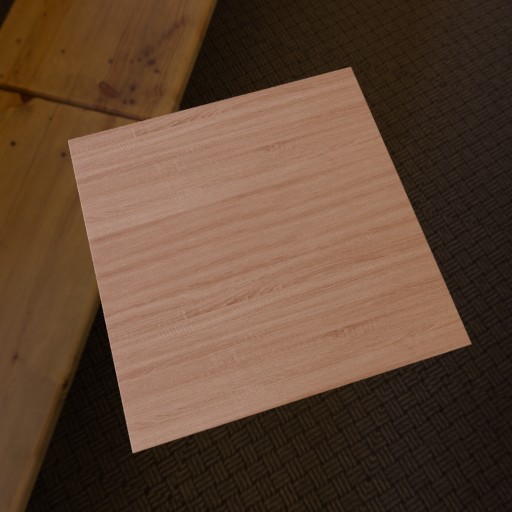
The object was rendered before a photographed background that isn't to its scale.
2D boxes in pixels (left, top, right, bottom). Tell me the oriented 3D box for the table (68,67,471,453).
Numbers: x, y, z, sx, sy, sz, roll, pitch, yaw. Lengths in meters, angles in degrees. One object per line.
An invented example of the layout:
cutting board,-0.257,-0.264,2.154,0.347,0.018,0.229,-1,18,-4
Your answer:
table,0.000,0.000,1.068,0.670,0.305,0.670,-16,74,-5
